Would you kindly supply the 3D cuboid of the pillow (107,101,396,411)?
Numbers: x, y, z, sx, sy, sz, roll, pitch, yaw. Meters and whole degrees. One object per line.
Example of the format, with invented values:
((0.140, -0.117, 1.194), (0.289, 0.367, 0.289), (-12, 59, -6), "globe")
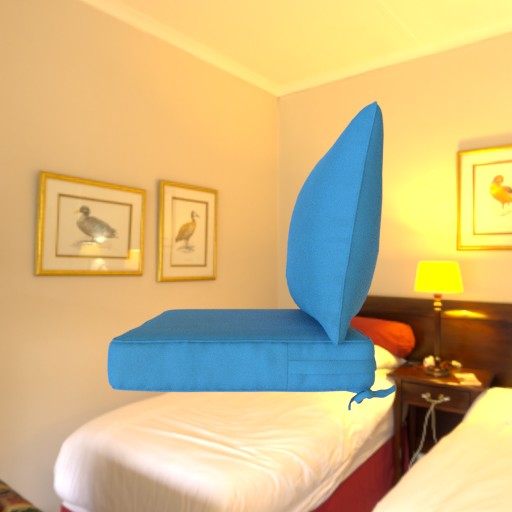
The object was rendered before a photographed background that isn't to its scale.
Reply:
((0.000, 0.000, 1.404), (0.733, 0.725, 0.798), (0, -1, 0), "pillow")
